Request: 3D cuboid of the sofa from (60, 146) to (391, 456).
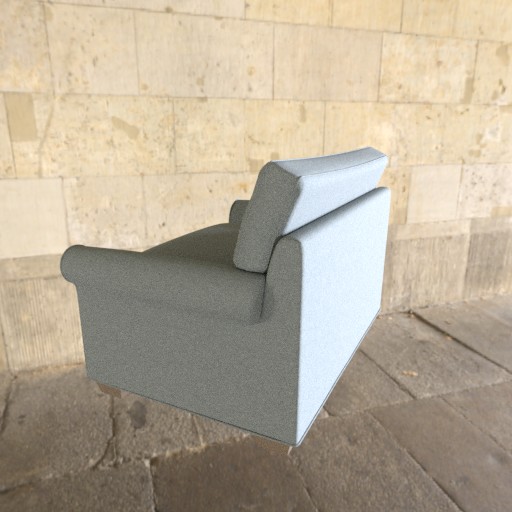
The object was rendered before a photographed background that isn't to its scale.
[{"bbox_3d":[0.000,0.000,2.035,0.940,0.953,1.410,8,18,26],"label":"sofa"}]
